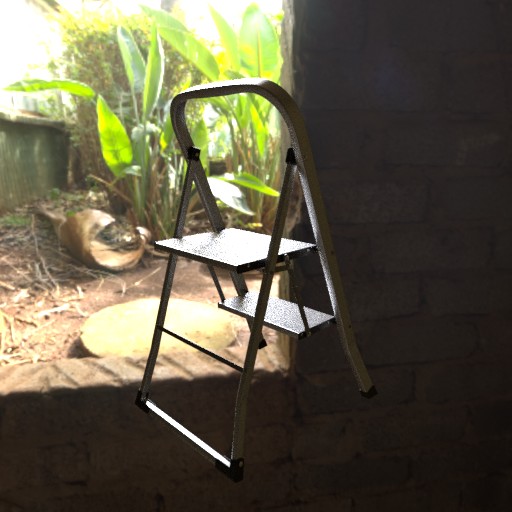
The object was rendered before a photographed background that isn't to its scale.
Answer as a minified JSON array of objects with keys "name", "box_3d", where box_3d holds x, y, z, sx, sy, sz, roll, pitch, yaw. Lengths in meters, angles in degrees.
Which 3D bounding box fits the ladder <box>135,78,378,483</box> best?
[{"name":"ladder","box_3d":[0.000,0.000,1.153,0.530,0.830,0.465,-14,20,-43]}]
